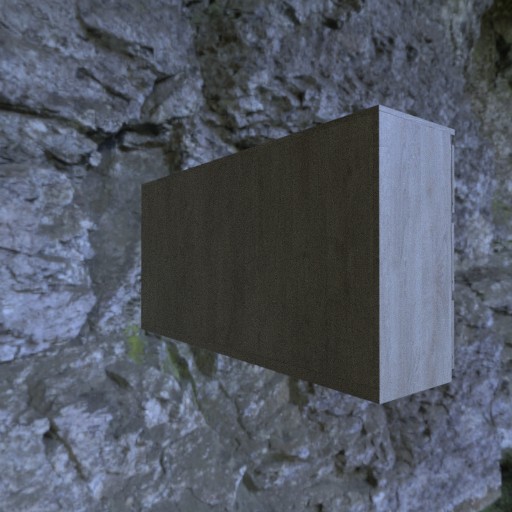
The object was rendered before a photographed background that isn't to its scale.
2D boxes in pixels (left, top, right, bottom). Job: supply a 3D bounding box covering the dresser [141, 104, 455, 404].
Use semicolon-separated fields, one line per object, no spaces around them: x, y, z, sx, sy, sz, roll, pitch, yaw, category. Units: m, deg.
0.000;0.000;1.920;0.390;0.795;1.590;0;-1;-37;dresser
